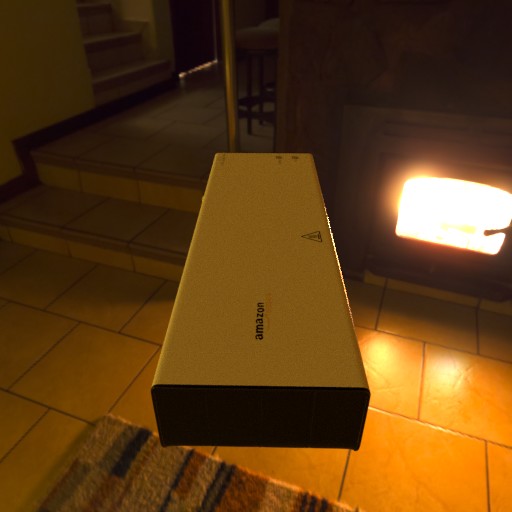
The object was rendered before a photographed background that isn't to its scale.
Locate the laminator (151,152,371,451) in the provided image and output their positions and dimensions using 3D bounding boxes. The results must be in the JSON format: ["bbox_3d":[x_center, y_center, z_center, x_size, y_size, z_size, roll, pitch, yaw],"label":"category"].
[{"bbox_3d":[0.000,0.000,0.381,0.123,0.062,0.340,1,33,1],"label":"laminator"}]
